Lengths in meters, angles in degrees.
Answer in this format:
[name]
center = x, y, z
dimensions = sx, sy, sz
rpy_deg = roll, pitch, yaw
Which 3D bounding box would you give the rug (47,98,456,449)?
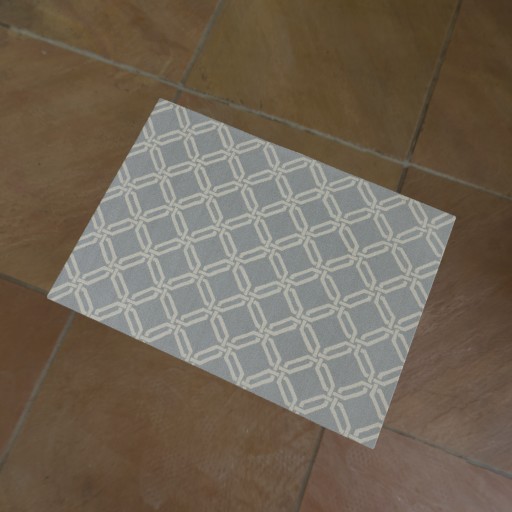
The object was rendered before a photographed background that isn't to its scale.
[rug]
center = 0.000, 0.000, 2.774
dimensions = 2.133, 0.013, 1.522
rpy_deg = 23, 77, 6
